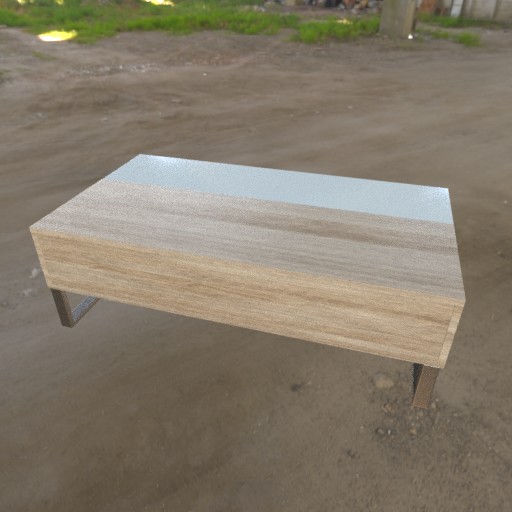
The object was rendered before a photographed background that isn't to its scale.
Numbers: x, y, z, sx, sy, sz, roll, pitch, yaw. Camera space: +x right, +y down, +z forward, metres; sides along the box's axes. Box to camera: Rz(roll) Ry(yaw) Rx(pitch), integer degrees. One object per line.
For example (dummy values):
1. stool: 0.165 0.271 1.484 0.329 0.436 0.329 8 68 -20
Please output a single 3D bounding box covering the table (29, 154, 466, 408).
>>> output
1. table: 0.000 0.000 1.400 1.100 0.350 0.600 9 34 14
